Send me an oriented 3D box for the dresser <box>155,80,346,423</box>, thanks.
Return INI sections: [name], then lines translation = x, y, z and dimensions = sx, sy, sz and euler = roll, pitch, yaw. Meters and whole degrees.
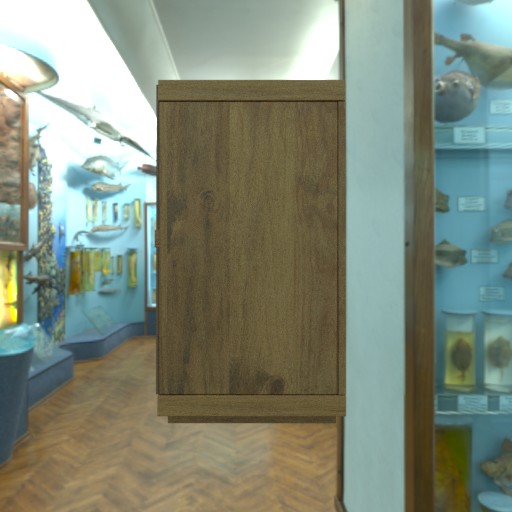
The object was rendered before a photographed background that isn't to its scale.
[dresser]
translation = 0.000, 0.000, 1.671
dimensions = 0.479, 0.825, 1.261
euler = 0, 0, 0
